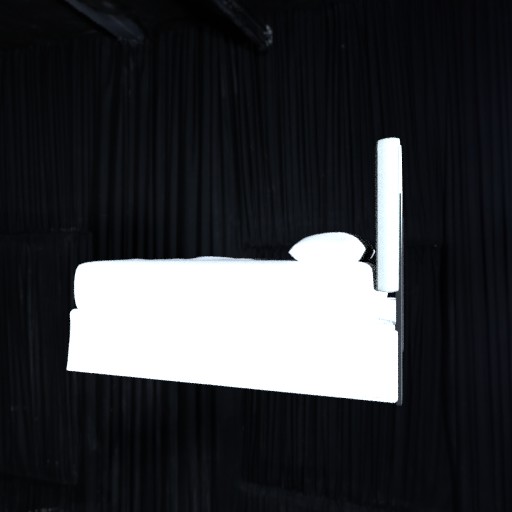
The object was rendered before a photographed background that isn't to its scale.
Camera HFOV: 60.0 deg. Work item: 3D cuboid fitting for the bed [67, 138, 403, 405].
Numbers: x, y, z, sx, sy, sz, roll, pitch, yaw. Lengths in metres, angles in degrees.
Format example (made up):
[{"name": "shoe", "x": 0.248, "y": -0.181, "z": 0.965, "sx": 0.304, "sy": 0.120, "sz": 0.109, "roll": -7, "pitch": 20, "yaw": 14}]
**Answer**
[{"name": "bed", "x": 0.000, "y": 0.000, "z": 3.475, "sx": 2.180, "sy": 1.607, "sz": 1.813, "roll": 0, "pitch": 0, "yaw": 19}]
